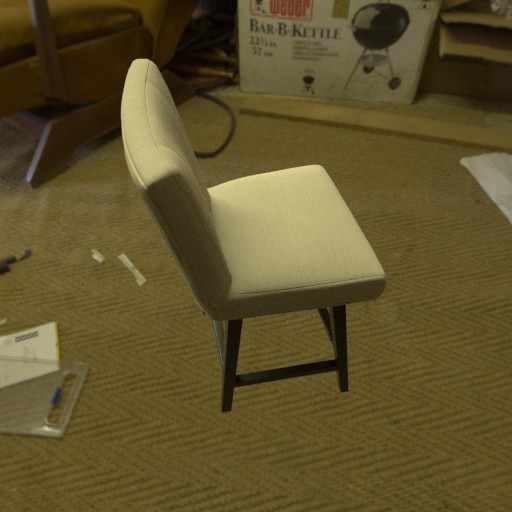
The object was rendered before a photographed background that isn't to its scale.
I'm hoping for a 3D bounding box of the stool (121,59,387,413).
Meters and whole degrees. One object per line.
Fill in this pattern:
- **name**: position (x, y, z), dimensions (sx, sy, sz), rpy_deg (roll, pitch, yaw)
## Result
- **stool**: position (0.000, 0.000, 1.299), dimensions (0.574, 1.000, 0.514), rpy_deg (-10, 47, -9)
